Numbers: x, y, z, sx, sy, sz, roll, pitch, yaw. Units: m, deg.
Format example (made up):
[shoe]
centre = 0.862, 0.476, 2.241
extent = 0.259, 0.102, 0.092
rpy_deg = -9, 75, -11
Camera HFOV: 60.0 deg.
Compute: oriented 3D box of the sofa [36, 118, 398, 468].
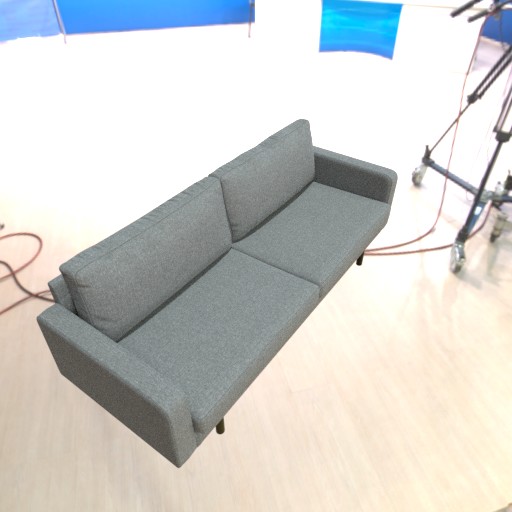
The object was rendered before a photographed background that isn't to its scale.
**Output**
[sofa]
centre = 0.000, 0.000, 2.586
extent = 0.880, 0.880, 2.200
rpy_deg = 25, 46, 27
